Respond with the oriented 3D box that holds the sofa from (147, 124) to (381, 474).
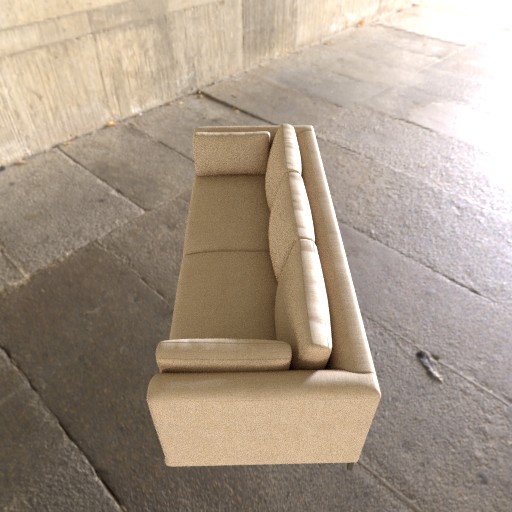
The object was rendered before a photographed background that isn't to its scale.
[{"bbox_3d":[0.000,0.000,2.888,0.969,0.867,2.415,-1,42,-1],"label":"sofa"}]
